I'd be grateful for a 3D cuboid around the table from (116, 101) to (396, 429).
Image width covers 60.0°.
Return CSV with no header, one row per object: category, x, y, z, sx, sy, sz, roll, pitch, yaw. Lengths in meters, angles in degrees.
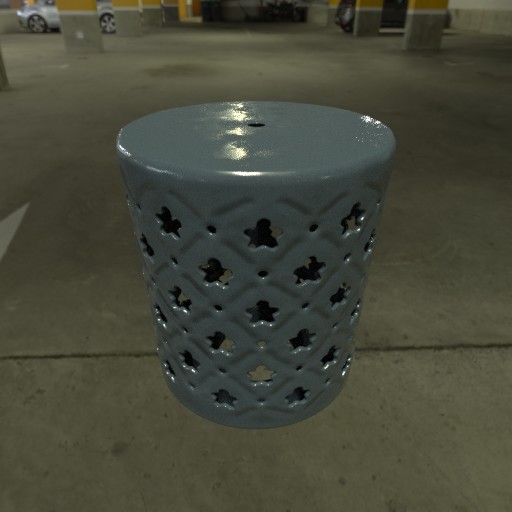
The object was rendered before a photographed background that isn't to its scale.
table,0.000,0.000,0.662,0.352,0.387,0.352,0,30,0
